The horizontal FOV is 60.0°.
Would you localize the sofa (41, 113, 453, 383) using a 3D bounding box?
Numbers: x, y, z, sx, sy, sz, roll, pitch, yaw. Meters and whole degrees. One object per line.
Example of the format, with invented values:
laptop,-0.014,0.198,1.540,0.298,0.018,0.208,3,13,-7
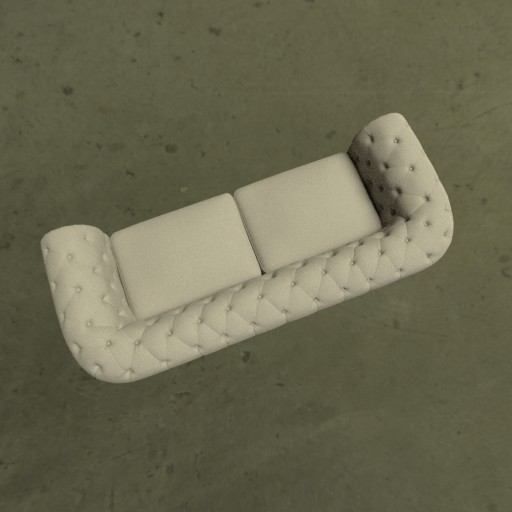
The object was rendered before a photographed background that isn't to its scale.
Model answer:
sofa,0.000,0.000,2.867,2.411,0.749,0.991,-20,75,-6
